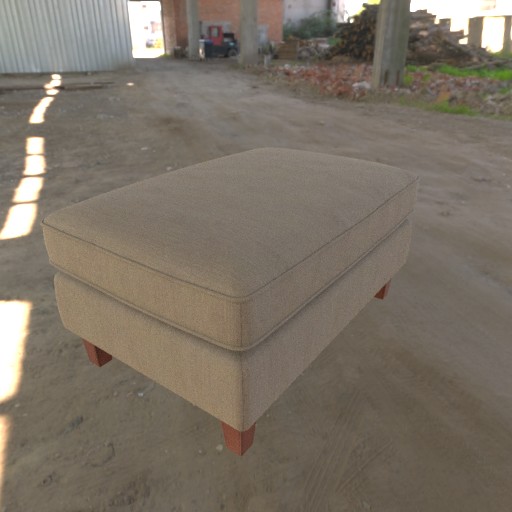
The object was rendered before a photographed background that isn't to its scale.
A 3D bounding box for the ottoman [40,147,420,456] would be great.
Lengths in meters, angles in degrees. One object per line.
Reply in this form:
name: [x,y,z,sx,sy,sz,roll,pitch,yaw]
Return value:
ottoman: [0.000,0.000,1.292,0.636,0.480,0.941,18,31,32]
